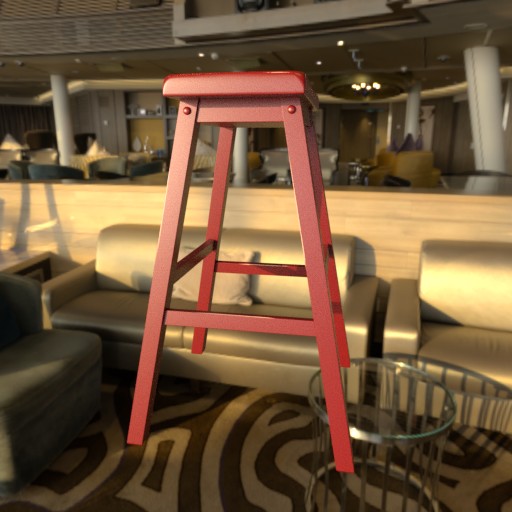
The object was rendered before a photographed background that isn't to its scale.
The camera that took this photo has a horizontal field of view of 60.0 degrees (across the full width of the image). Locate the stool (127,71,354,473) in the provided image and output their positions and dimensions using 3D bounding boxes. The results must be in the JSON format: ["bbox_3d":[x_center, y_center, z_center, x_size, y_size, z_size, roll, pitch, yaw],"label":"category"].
[{"bbox_3d":[0.000,0.000,1.031,0.476,0.737,0.457,3,15,10],"label":"stool"}]
